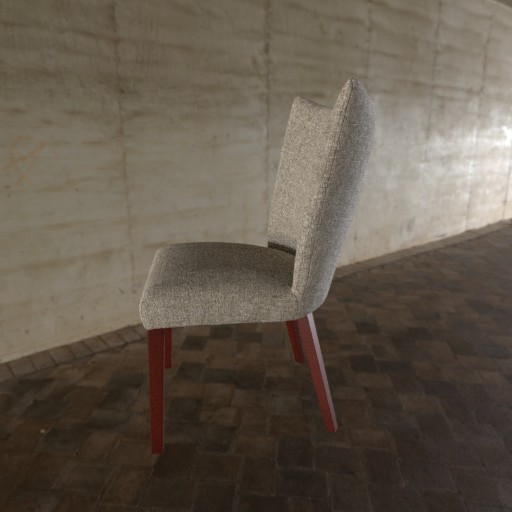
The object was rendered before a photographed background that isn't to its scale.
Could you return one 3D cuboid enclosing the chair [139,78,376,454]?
[{"bbox_3d":[0.000,0.000,1.297,0.623,0.924,0.535,-2,15,-7],"label":"chair"}]
